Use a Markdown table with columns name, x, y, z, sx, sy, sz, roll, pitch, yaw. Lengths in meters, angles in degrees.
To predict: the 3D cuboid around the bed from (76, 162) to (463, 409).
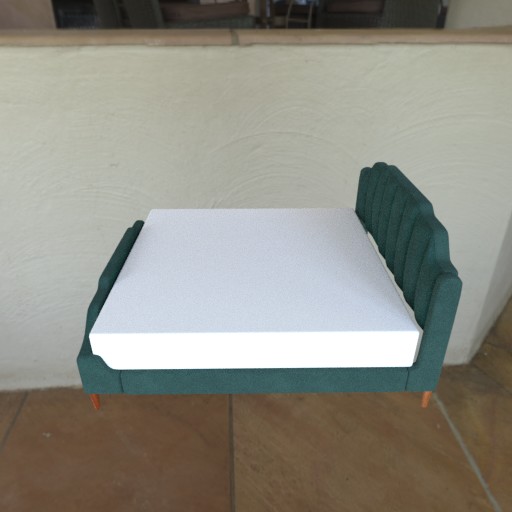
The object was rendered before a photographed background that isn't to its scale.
| name | x | y | z | sx | sy | sz | roll | pitch | yaw |
| --- | --- | --- | --- | --- | --- | --- | --- | --- | --- |
| bed | 0.000 | 0.000 | 3.583 | 2.340 | 1.245 | 2.074 | 0 | 29 | -1 |
